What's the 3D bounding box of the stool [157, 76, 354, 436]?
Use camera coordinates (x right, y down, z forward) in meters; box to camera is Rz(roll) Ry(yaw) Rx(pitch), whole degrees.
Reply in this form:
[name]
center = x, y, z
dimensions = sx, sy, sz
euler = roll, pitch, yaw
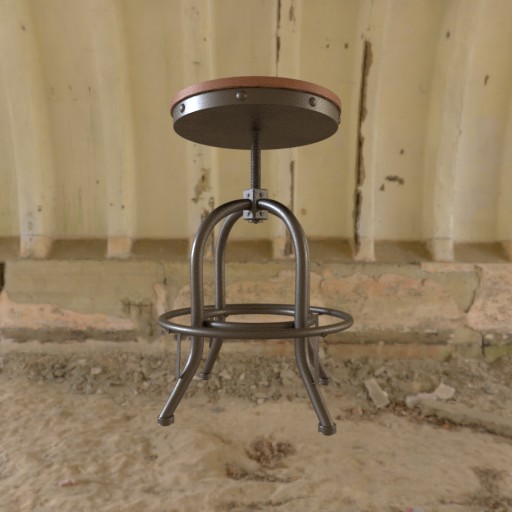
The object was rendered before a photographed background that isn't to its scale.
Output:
[stool]
center = 0.000, 0.000, 0.922
dimensions = 0.439, 0.609, 0.439
euler = 0, 1, -37
